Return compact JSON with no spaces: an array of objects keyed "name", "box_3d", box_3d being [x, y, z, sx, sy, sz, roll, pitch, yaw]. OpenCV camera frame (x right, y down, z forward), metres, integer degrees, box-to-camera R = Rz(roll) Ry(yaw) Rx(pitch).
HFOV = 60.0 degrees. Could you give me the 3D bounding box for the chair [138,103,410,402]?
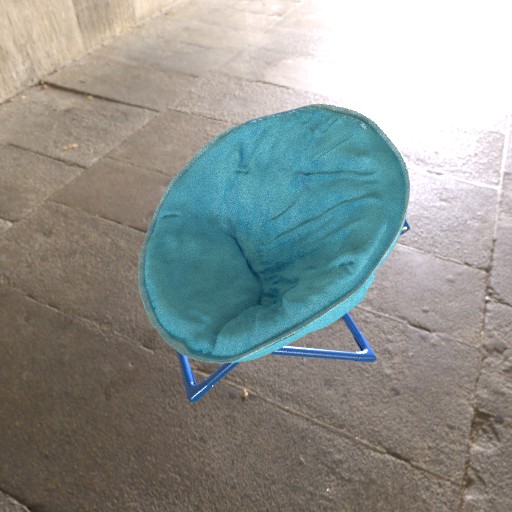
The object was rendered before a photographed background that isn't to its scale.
[{"name":"chair","box_3d":[0.000,0.000,0.877,0.465,0.478,0.520,-15,47,-14]}]
